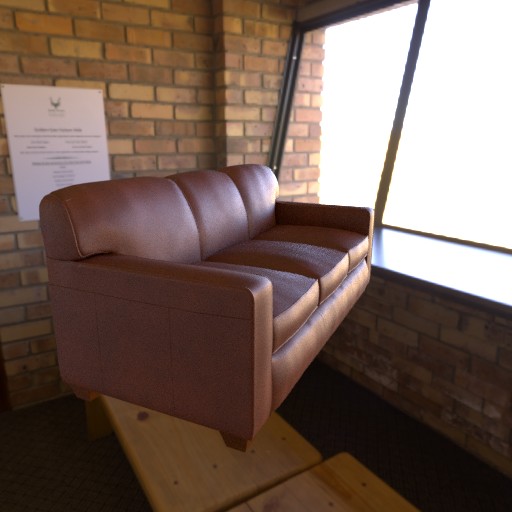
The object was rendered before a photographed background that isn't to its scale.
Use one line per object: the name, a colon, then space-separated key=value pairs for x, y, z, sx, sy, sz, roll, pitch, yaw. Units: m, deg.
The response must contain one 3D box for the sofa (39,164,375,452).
sofa: x=0.000 y=0.000 z=2.527 sx=1.008 sy=0.953 sz=2.039 roll=7 pitch=16 yaw=25
